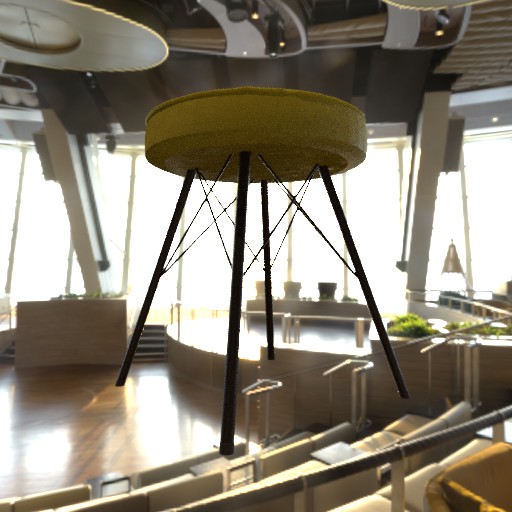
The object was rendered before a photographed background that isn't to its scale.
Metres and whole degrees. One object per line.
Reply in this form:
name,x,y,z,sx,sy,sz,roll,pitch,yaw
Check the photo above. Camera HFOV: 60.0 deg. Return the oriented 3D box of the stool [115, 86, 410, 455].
stool,0.000,0.000,0.836,0.409,0.508,0.409,0,-1,-37
